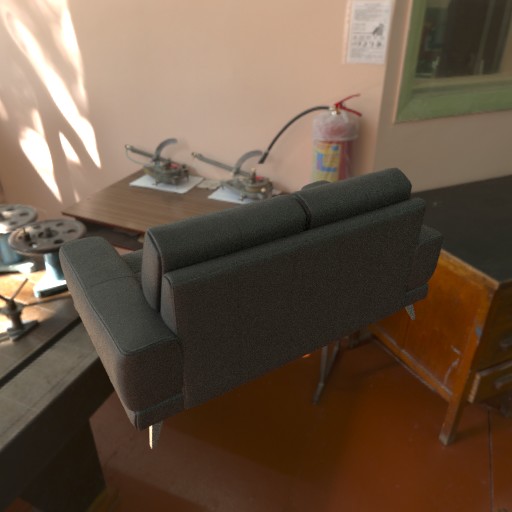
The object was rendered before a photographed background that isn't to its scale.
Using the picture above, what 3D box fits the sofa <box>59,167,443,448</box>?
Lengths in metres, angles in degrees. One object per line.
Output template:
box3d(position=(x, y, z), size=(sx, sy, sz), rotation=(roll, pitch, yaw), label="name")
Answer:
box3d(position=(0.000, 0.000, 2.355), size=(1.806, 0.907, 1.018), rotation=(-18, 34, -28), label="sofa")
